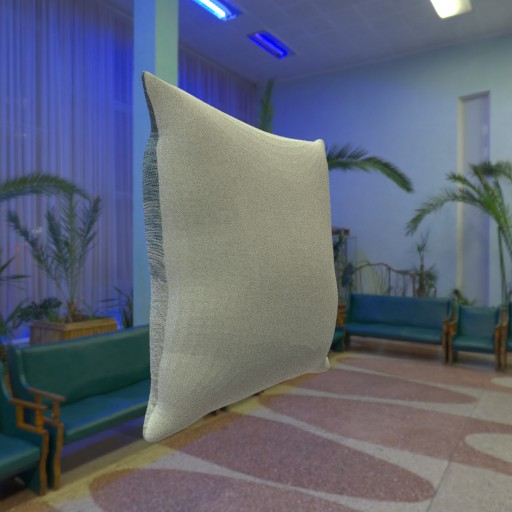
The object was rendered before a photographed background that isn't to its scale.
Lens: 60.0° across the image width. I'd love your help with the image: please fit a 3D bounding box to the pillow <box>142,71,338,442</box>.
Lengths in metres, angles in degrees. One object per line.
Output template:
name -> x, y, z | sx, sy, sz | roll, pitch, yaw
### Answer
pillow -> 0.000, 0.000, 0.683 | 0.182, 0.441, 0.440 | 0, 1, 37
